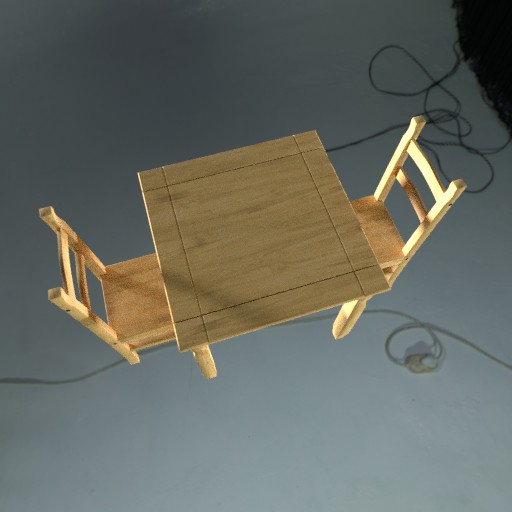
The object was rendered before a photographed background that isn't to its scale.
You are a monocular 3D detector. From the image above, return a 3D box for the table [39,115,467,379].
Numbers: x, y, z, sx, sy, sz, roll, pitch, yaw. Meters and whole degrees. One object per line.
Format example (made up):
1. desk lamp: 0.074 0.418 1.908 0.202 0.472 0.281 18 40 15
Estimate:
1. table: 0.000 0.000 2.018 1.501 0.942 0.813 -15 64 -8
